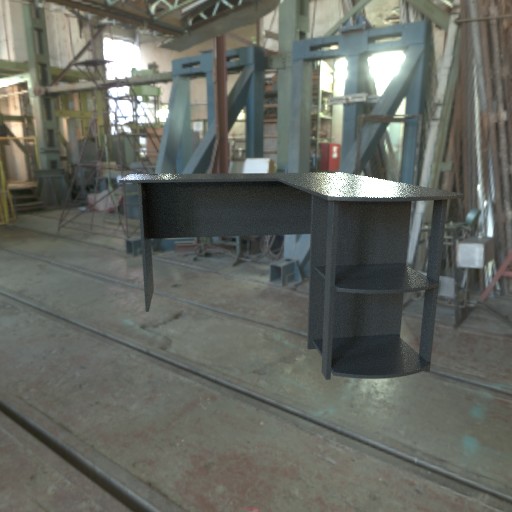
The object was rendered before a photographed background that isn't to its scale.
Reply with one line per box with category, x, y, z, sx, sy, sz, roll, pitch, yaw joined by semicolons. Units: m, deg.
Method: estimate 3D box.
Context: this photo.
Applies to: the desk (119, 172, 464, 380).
desk;0.000;0.000;2.153;1.303;0.716;1.361;-2;14;-8
